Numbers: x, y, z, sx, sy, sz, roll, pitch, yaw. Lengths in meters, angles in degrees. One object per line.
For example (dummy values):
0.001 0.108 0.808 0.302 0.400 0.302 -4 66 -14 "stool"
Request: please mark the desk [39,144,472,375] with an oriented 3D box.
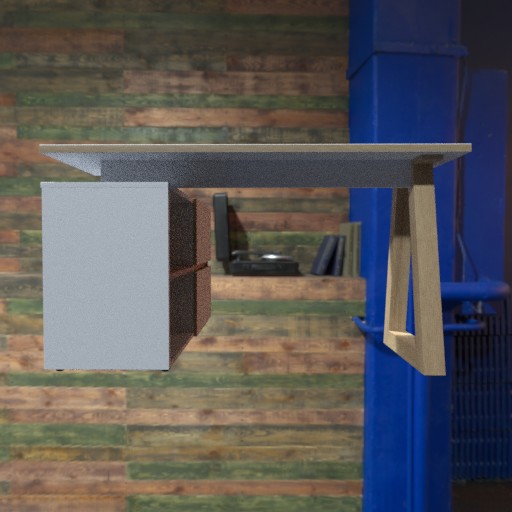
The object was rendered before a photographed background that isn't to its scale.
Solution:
0.000 0.000 1.996 1.404 0.755 1.098 0 2 1 "desk"
